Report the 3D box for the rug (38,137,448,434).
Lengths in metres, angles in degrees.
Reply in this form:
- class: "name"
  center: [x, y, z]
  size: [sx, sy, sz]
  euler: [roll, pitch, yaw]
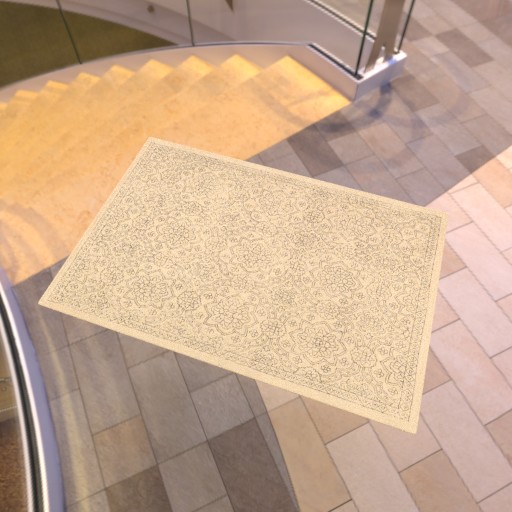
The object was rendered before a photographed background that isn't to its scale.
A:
- class: "rug"
  center: [0.000, 0.000, 2.301]
  size: [1.829, 0.010, 1.219]
  euler: [16, 59, 10]
